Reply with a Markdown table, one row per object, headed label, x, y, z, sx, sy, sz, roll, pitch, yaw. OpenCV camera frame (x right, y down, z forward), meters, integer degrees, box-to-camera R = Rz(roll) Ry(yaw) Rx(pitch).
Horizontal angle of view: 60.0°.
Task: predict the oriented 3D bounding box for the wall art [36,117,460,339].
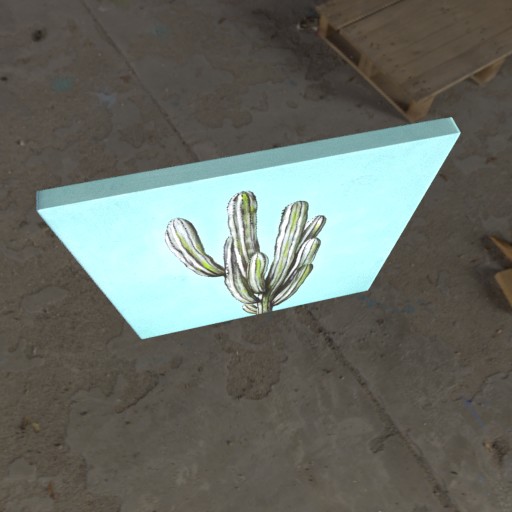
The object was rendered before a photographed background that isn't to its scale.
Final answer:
| label | x | y | z | sx | sy | sz | roll | pitch | yaw |
| --- | --- | --- | --- | --- | --- | --- | --- | --- | --- |
| wall art | 0.000 | 0.000 | 1.583 | 1.071 | 1.073 | 0.070 | -12 | 64 | -6 |
